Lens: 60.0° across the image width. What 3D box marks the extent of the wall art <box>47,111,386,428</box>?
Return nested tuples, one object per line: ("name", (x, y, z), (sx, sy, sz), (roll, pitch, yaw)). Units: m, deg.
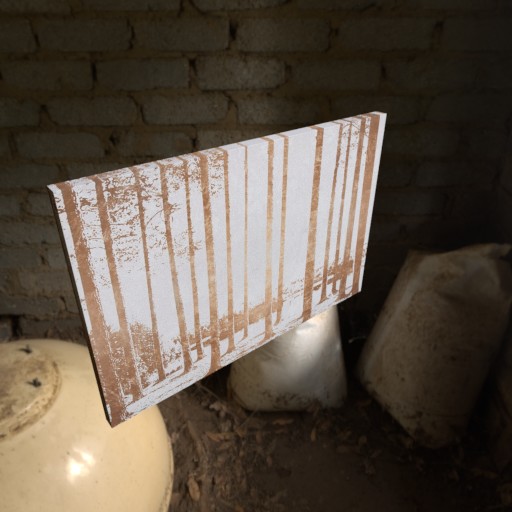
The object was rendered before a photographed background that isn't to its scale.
("wall art", (0.000, 0.000, 1.167), (0.914, 0.609, 0.035), (-22, 37, -33))
